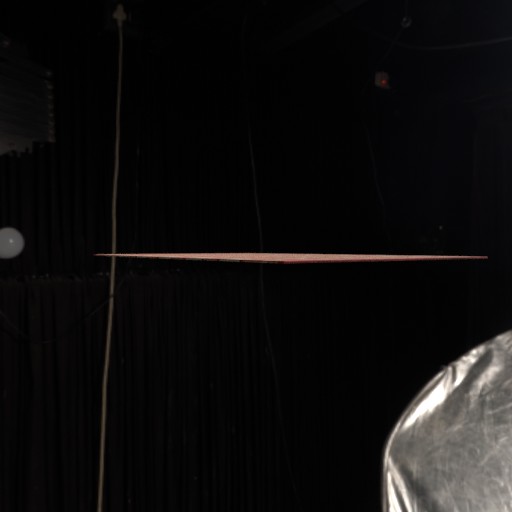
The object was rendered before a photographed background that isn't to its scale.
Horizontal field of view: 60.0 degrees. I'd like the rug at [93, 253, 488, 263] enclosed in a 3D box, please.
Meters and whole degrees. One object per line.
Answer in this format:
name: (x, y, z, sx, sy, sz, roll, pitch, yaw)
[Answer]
rug: (0.000, 0.000, 3.078, 1.535, 0.010, 2.431, -1, 1, -36)
